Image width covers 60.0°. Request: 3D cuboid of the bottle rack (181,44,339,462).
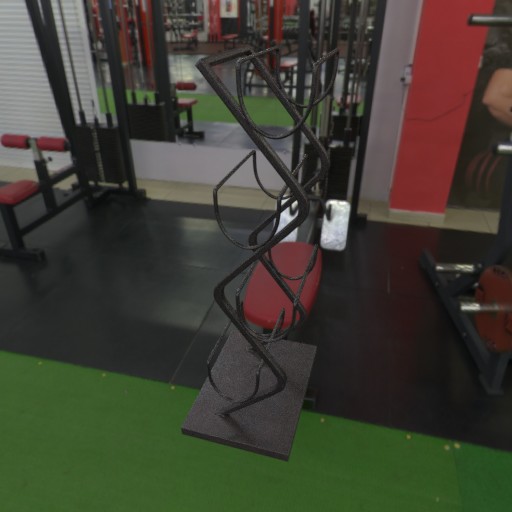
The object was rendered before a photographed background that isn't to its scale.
[{"bbox_3d":[0.000,0.000,0.664,0.178,0.559,0.254,8,31,14],"label":"bottle rack"}]
